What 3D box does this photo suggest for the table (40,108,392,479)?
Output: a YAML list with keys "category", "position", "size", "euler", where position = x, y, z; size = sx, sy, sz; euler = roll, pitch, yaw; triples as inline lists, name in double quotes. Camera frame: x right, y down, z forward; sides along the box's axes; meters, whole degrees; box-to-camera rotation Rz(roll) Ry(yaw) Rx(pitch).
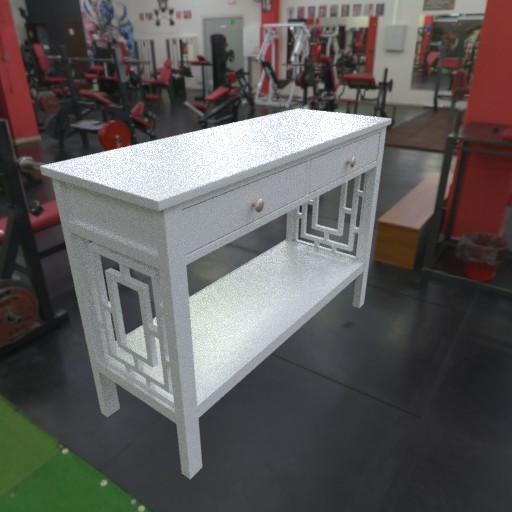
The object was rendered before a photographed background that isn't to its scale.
- category: "table"
  position: [0.000, 0.000, 1.425]
  size: [0.397, 0.753, 1.068]
  euler: [19, 32, 33]
